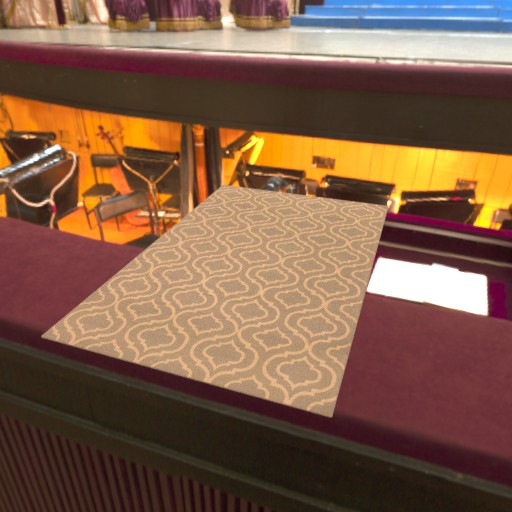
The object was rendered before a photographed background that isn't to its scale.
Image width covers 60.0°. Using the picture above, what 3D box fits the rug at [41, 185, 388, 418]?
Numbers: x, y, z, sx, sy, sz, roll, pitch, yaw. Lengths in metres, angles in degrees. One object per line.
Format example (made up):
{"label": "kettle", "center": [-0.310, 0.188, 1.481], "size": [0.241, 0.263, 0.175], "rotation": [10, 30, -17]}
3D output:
{"label": "rug", "center": [0.000, 0.000, 2.259], "size": [1.141, 0.015, 1.749], "rotation": [10, 31, 17]}
